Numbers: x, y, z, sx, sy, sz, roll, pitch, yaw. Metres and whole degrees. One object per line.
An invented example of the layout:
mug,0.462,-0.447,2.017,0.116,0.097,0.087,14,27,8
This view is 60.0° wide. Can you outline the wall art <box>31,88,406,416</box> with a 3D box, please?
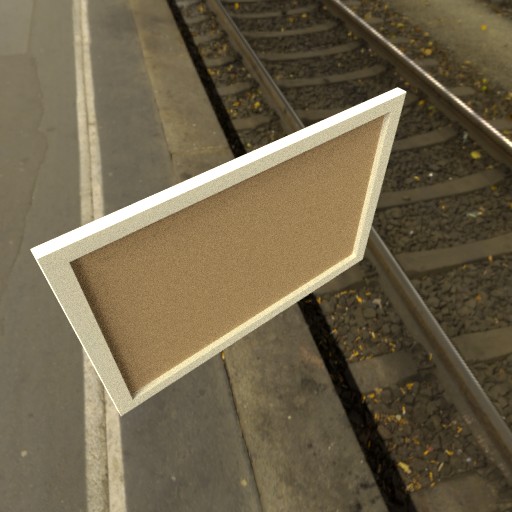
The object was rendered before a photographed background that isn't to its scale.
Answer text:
wall art,0.000,0.000,1.420,1.144,0.767,0.038,-29,54,-24
